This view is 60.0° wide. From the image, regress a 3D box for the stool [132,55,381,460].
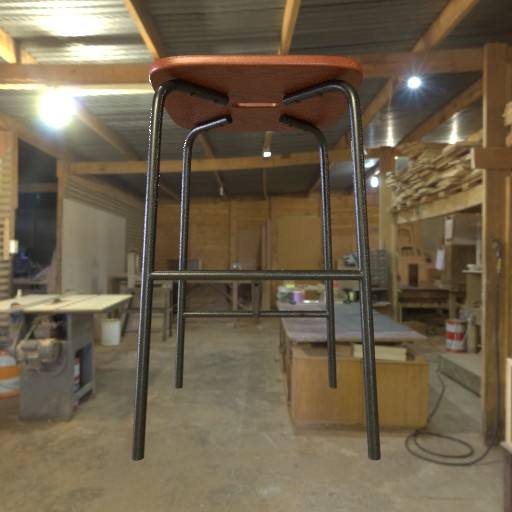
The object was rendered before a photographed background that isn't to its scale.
[{"bbox_3d":[0.000,0.000,0.848,0.376,0.610,0.376,0,0,0],"label":"stool"}]
